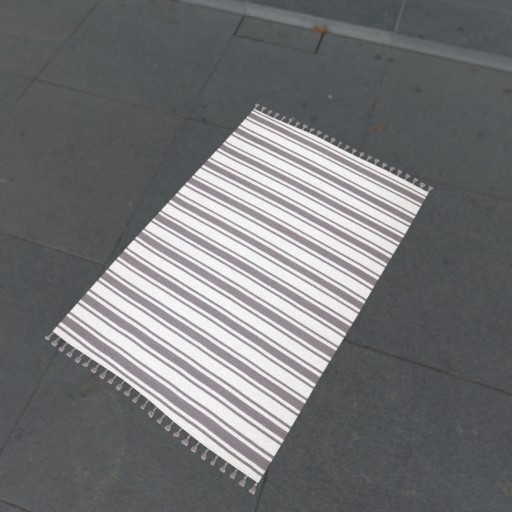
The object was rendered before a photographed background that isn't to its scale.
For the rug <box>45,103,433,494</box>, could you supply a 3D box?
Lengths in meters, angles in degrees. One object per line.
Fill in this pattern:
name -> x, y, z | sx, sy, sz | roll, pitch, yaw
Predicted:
rug -> 0.000, 0.000, 3.020 | 1.563, 0.014, 2.425 | 30, 67, 15
